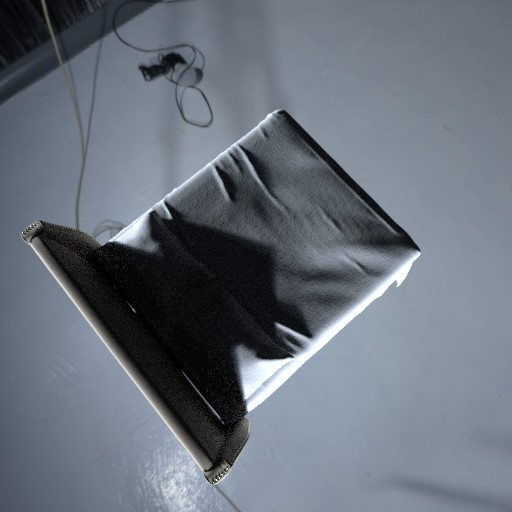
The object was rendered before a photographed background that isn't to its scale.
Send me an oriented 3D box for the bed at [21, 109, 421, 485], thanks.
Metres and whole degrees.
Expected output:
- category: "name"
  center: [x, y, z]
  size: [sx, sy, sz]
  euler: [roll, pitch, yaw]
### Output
- category: "bed"
  center: [0.000, 0.000, 3.380]
  size: [2.276, 1.332, 1.925]
  euler: [-40, 79, -9]
